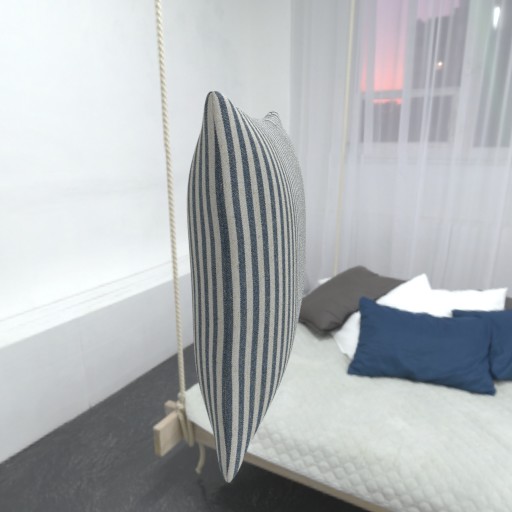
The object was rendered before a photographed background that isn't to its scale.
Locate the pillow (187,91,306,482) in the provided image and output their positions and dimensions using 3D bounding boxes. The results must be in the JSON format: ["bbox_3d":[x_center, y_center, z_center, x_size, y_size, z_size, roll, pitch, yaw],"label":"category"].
[{"bbox_3d":[0.000,0.000,0.783,0.166,0.510,0.523,3,16,9],"label":"pillow"}]
